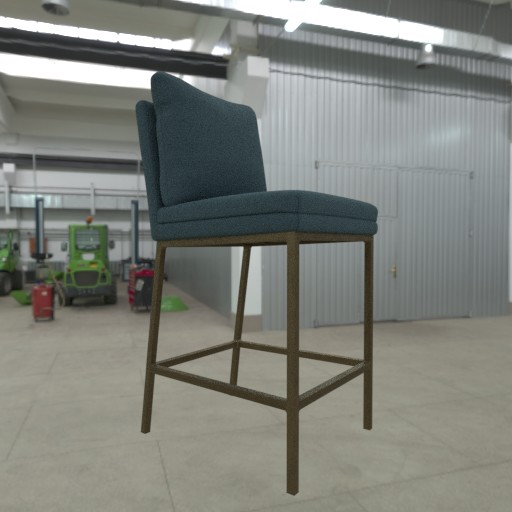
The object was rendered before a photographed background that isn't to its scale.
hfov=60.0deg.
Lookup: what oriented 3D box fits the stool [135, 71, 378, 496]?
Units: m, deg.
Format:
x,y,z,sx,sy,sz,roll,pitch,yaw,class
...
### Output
x,y,z,sx,sy,sz,roll,pitch,yaw,class
0.000,0.000,1.294,0.568,1.032,0.463,1,2,37,stool
